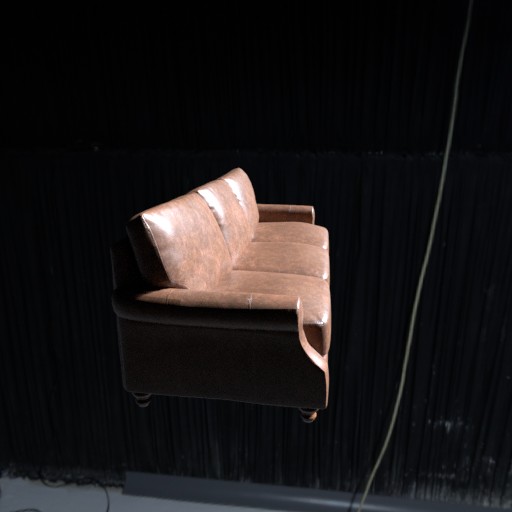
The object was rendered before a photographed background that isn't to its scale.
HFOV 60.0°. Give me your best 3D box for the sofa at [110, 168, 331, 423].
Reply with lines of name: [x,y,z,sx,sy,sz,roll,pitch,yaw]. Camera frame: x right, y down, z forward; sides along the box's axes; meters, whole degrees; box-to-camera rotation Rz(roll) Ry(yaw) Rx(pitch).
sofa: [0.000,0.000,2.938,0.973,0.977,2.351,2,16,8]
